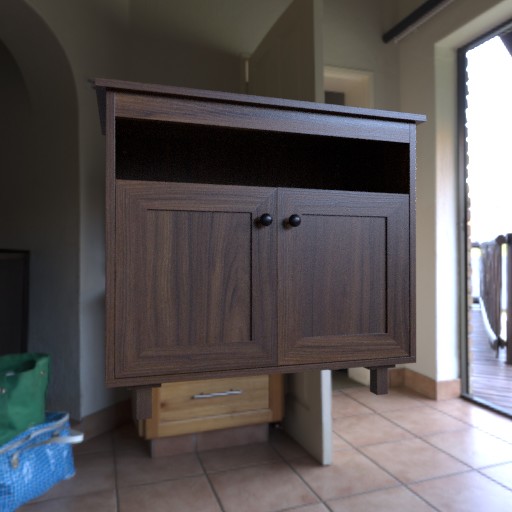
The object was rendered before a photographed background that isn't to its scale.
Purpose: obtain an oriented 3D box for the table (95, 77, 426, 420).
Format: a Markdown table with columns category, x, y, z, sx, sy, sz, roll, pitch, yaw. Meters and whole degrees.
| category | x | y | z | sx | sy | sz | roll | pitch | yaw |
| --- | --- | --- | --- | --- | --- | --- | --- | --- | --- |
| table | 0.000 | 0.000 | 1.197 | 0.802 | 0.725 | 0.390 | 0 | 0 | -17 |
